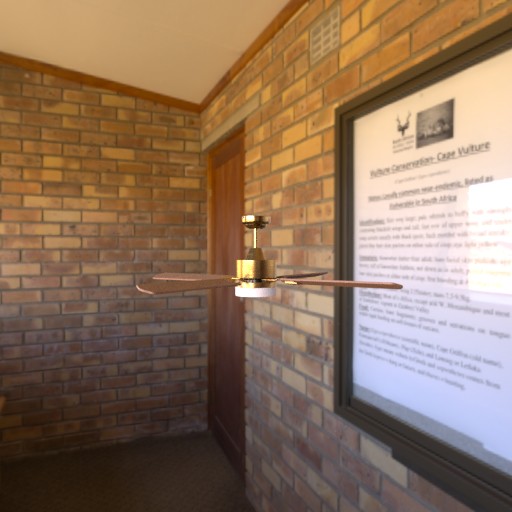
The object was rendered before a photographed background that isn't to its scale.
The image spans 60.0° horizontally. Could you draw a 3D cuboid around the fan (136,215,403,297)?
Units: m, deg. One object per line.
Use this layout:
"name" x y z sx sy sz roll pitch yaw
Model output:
"fan" 0.000 0.000 2.008 1.320 0.355 1.320 0 1 36
